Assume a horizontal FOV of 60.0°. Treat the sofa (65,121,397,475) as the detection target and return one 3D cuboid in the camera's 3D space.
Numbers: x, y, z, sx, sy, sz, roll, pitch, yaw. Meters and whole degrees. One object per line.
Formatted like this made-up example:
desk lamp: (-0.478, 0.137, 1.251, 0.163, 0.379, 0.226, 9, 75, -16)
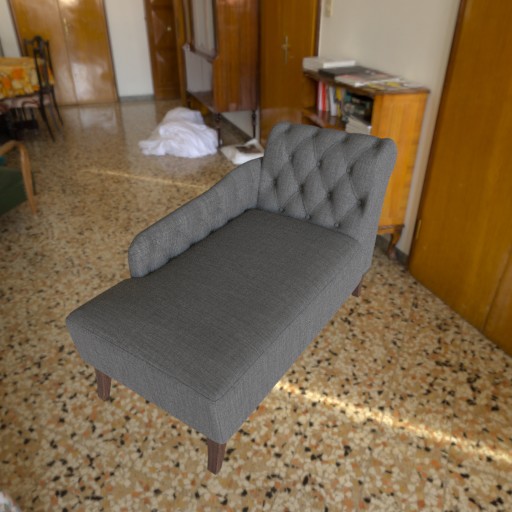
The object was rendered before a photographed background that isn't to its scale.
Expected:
sofa: (0.000, 0.000, 1.829, 0.675, 0.787, 1.379, 19, 36, 29)
